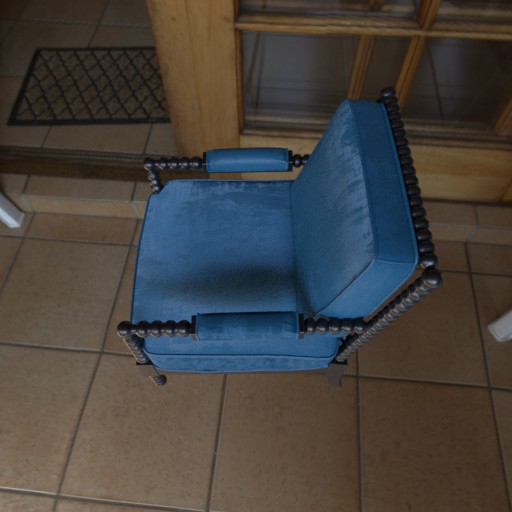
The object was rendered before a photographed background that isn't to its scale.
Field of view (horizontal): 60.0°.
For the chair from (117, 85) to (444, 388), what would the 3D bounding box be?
[{"bbox_3d":[0.000,0.000,1.451,0.805,0.857,0.688,0,59,0],"label":"chair"}]
